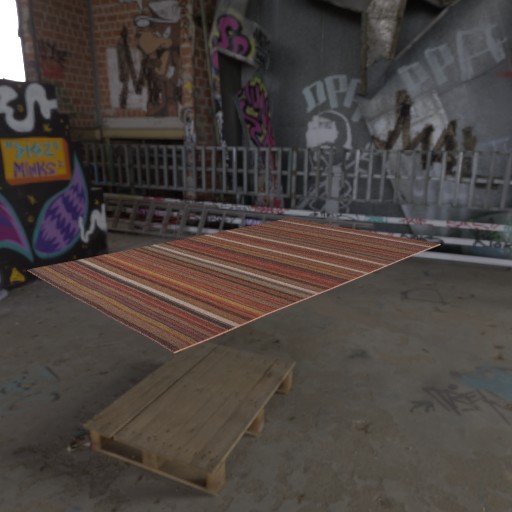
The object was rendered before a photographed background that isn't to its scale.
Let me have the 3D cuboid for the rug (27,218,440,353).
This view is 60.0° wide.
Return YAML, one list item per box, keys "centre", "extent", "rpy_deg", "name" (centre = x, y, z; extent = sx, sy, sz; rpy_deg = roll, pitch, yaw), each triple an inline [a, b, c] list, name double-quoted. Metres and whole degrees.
- centre: [0.000, 0.000, 3.027]
  extent: [1.523, 0.008, 2.438]
  rpy_deg: [15, 21, 43]
  name: "rug"
